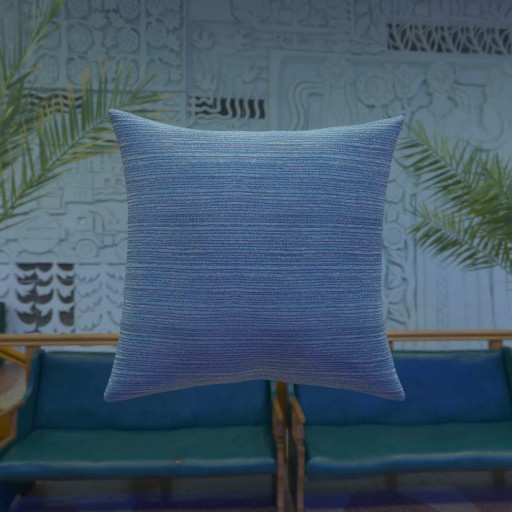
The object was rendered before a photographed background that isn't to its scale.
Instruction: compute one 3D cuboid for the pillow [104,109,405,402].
[{"bbox_3d":[0.000,0.000,0.761,0.514,0.497,0.150,0,-1,-2],"label":"pillow"}]
